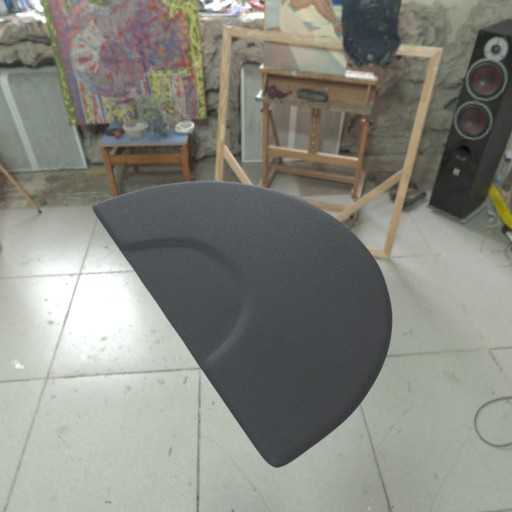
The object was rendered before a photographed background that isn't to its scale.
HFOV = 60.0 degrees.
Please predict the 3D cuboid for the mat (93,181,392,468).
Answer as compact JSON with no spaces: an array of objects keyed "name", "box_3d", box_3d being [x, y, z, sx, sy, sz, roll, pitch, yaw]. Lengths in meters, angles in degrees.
[{"name":"mat","box_3d":[0.000,0.000,1.860,0.917,0.016,1.525,-24,47,-25]}]
